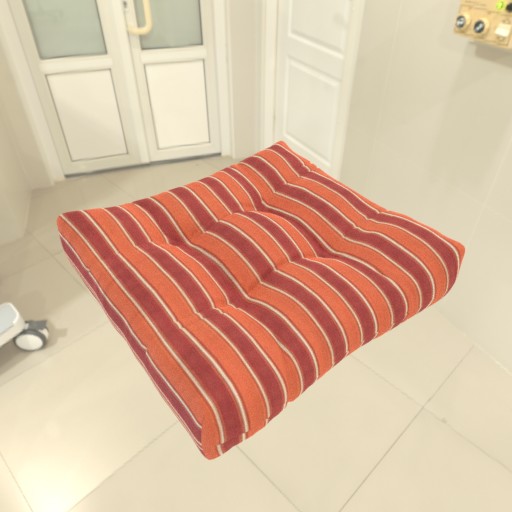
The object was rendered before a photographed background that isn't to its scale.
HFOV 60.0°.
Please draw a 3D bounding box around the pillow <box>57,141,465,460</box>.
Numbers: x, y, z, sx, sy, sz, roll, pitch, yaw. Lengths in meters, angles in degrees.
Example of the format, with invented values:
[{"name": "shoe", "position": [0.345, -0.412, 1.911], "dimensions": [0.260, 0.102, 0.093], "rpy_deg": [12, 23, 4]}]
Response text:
[{"name": "pillow", "position": [0.000, 0.000, 0.723], "dimensions": [0.490, 0.133, 0.468], "rpy_deg": [-27, 48, -27]}]
